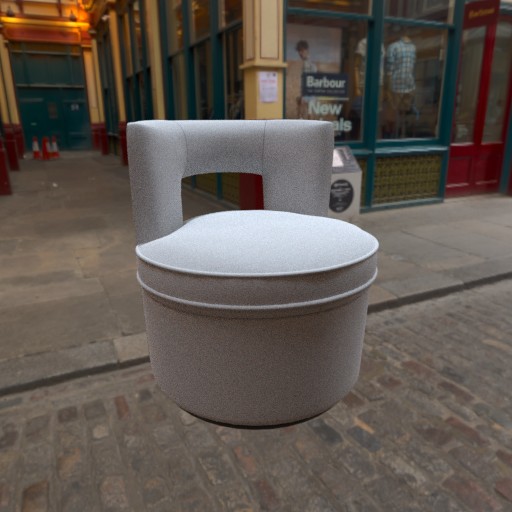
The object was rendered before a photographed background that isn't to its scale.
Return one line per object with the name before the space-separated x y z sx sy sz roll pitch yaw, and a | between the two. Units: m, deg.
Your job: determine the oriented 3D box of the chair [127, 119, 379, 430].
chair | 0.000 0.000 1.235 0.650 0.723 0.665 -8 19 -25
